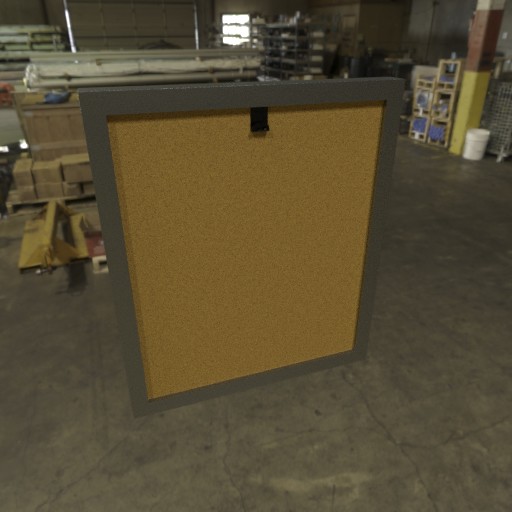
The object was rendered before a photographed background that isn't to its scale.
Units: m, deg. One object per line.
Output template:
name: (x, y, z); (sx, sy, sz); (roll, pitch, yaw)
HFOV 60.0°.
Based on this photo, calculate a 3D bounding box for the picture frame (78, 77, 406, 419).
picture frame: (0.000, 0.000, 1.326); (0.839, 0.968, 0.073); (-9, 28, -18)
